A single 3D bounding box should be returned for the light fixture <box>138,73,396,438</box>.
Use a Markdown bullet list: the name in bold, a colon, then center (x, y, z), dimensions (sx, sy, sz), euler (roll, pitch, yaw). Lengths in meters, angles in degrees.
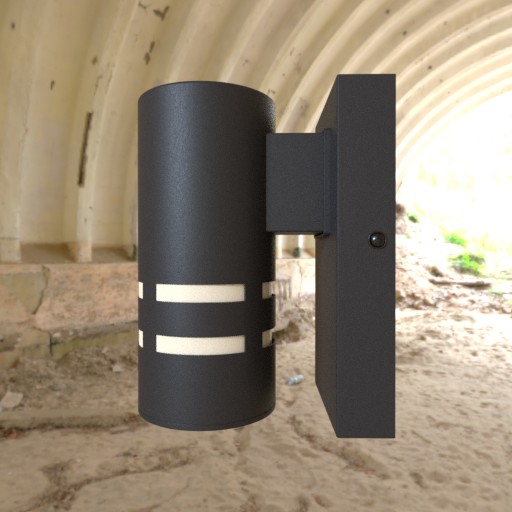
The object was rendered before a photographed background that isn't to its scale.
- **light fixture**: center (0.000, 0.000, 0.264), dimensions (0.138, 0.179, 0.098), euler (0, 0, 1)
